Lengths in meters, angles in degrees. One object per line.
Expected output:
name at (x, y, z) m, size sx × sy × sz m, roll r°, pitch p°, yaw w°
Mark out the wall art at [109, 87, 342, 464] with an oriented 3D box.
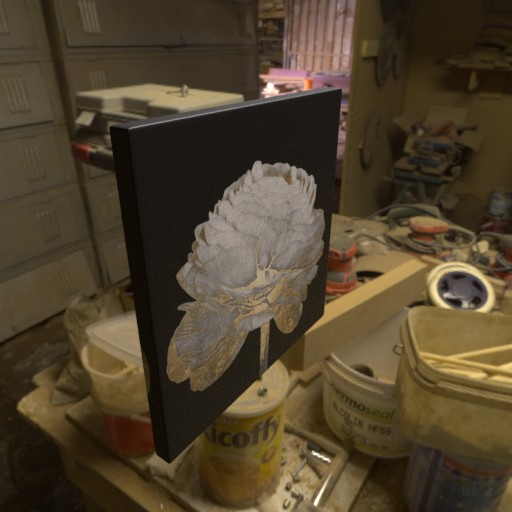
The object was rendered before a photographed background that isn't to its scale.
wall art at (0.000, 0.000, 0.920) m, size 0.043 × 0.611 × 0.610 m, roll 18°, pitch 31°, yaw 32°
